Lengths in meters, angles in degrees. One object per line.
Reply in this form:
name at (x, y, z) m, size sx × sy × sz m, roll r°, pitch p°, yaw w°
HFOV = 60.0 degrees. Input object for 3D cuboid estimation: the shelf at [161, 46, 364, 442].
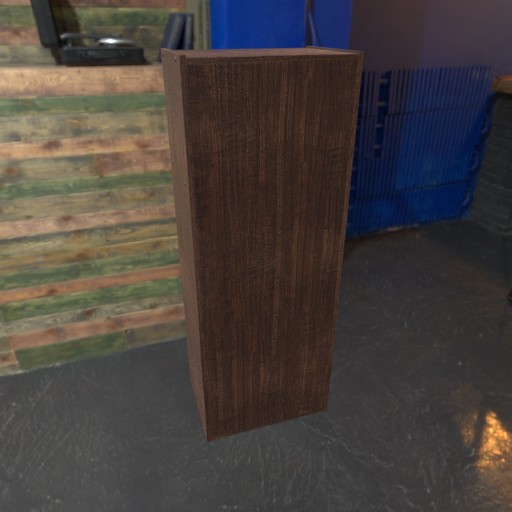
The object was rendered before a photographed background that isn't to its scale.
shelf at (0.000, 0.000, 1.302) m, size 0.415 × 1.099 × 0.290 m, roll -8°, pitch 29°, yaw -16°
